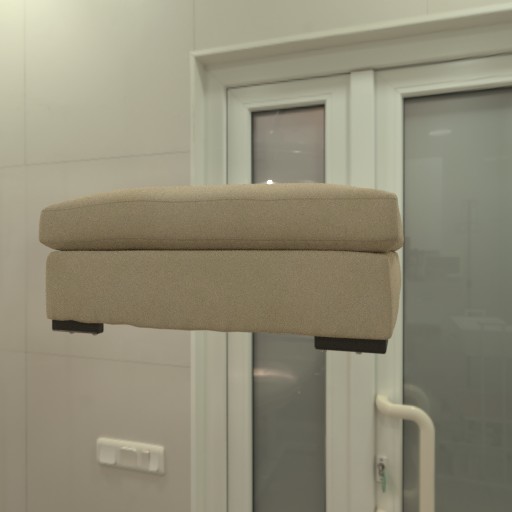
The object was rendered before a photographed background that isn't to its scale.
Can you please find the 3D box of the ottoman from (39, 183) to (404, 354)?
[{"bbox_3d":[0.000,0.000,1.882,1.190,0.522,1.205,0,0,19],"label":"ottoman"}]
